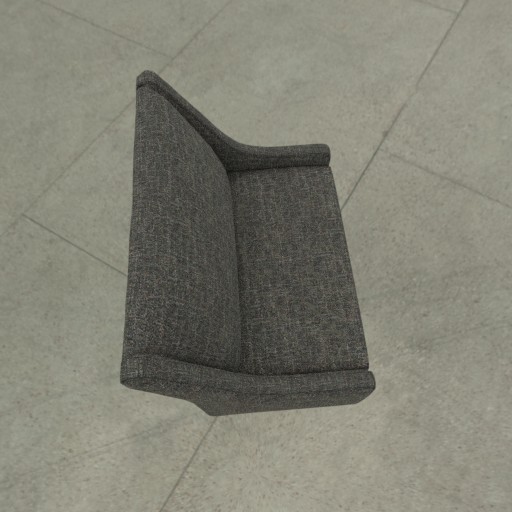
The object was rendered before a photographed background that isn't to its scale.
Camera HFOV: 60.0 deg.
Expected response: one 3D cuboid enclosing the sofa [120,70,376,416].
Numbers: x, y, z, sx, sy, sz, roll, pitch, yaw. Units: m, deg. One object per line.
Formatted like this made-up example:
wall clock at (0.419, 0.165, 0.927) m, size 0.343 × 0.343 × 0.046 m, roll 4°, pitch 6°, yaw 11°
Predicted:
sofa at (0.000, 0.000, 1.943) m, size 0.870 × 1.021 × 1.242 m, roll -4°, pitch 64°, yaw -2°
